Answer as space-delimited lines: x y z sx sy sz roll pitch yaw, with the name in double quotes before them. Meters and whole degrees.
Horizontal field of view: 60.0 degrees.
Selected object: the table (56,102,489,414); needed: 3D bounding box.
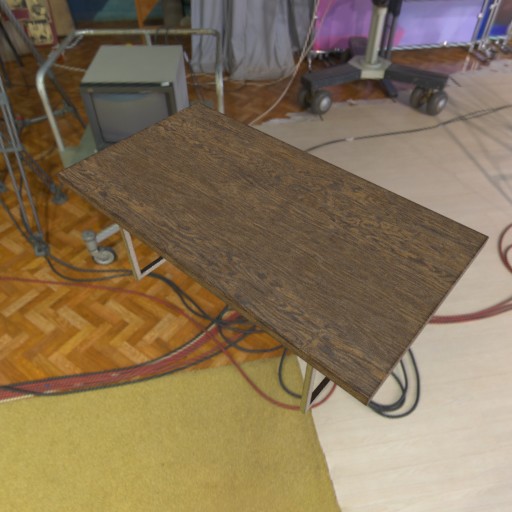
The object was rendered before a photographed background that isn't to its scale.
"table" 0.000 0.000 2.551 1.989 0.795 1.078 32 54 27
